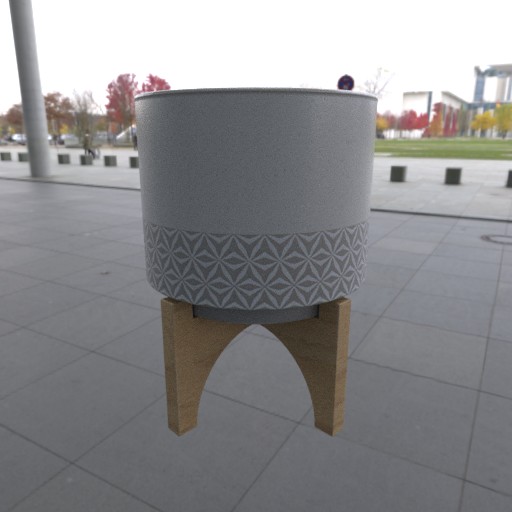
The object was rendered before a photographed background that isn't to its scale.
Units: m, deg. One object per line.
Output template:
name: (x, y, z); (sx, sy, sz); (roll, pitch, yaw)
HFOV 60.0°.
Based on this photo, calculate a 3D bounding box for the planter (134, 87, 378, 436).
planter: (0.000, 0.000, 0.388); (0.188, 0.260, 0.188); (0, 15, 0)
